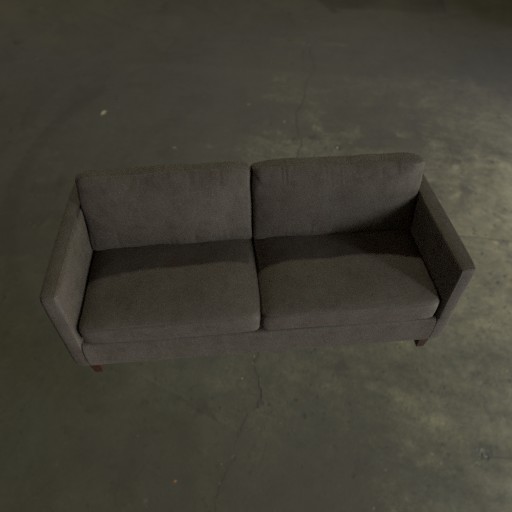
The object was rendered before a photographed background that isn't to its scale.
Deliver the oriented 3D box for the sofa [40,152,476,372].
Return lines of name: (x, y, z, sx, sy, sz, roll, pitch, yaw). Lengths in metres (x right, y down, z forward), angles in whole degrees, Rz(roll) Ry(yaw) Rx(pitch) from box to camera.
sofa: (0.000, 0.000, 2.685, 2.208, 0.965, 0.951, -4, 47, -3)
